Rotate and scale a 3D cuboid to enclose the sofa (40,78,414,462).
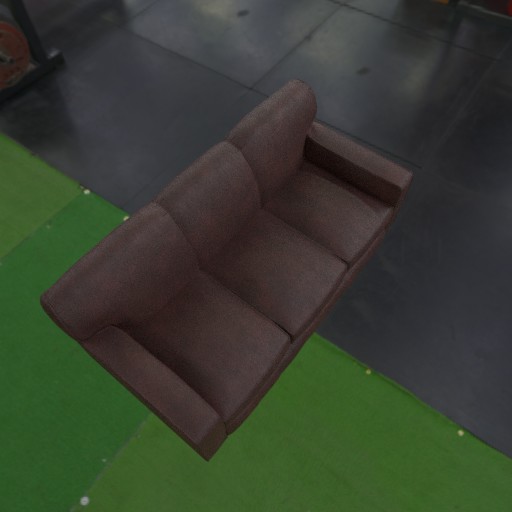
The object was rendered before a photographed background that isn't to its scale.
[{"bbox_3d":[0.000,0.000,2.620,1.008,0.953,2.039,34,64,19],"label":"sofa"}]
